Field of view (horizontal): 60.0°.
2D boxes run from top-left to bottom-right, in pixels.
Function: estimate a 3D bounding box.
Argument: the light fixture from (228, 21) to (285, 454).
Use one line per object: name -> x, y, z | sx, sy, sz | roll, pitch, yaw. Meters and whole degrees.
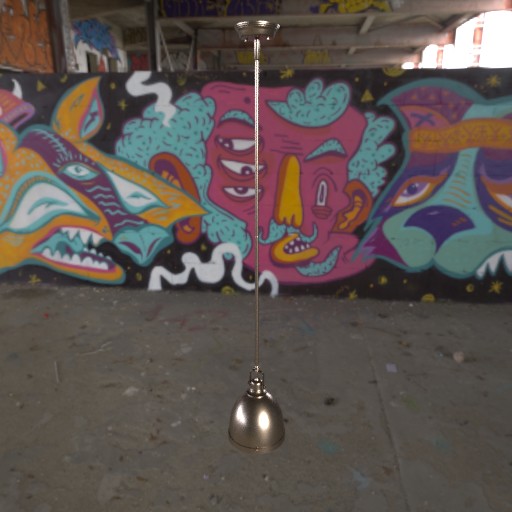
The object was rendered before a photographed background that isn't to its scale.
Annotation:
light fixture -> 0.000, 0.000, 1.457 | 0.217, 1.367, 0.211 | 8, 17, 26
